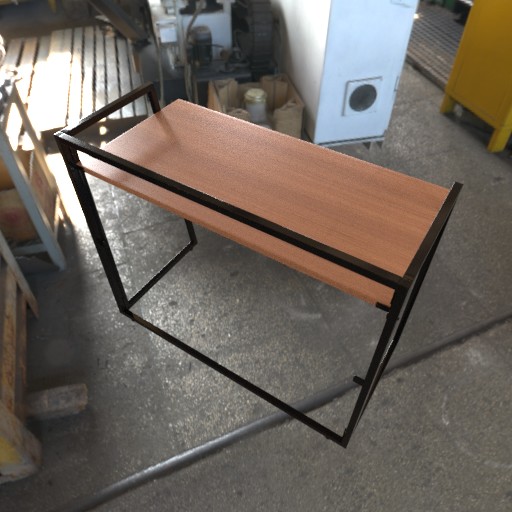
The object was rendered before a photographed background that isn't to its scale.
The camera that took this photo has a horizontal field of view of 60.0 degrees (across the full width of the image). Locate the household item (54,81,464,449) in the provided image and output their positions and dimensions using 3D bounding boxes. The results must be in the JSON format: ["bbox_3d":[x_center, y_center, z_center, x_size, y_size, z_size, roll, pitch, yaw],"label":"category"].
[{"bbox_3d":[0.000,0.000,1.527,1.050,0.860,0.510,25,51,22],"label":"household item"}]
